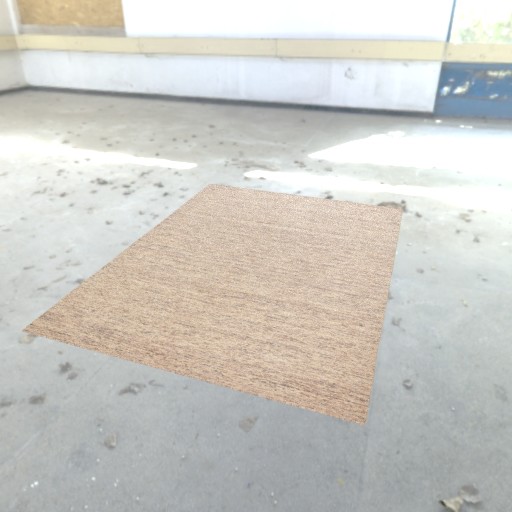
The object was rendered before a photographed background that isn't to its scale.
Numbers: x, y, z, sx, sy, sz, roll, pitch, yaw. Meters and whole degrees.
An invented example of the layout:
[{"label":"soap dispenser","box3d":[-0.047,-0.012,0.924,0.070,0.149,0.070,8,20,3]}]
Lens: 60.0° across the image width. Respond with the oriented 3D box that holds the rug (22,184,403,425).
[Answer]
[{"label":"rug","box3d":[0.000,0.000,4.147,2.448,0.013,3.205,10,31,17]}]
